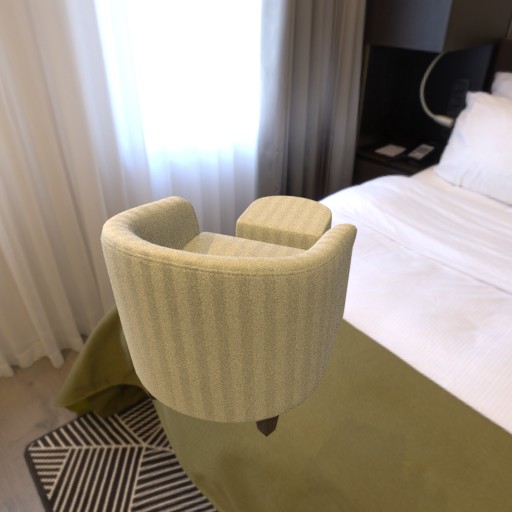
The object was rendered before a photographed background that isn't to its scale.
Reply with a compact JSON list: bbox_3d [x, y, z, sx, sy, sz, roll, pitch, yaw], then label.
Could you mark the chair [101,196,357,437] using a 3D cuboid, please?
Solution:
[{"bbox_3d":[0.000,0.000,1.775,0.756,0.757,1.288,11,34,17],"label":"chair"}]
